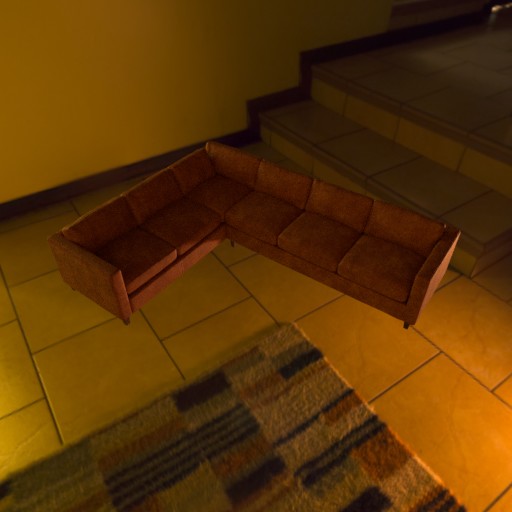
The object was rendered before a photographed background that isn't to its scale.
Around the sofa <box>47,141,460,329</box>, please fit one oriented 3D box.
[{"bbox_3d":[0.000,0.000,4.416,3.150,0.838,2.438,25,47,26],"label":"sofa"}]
